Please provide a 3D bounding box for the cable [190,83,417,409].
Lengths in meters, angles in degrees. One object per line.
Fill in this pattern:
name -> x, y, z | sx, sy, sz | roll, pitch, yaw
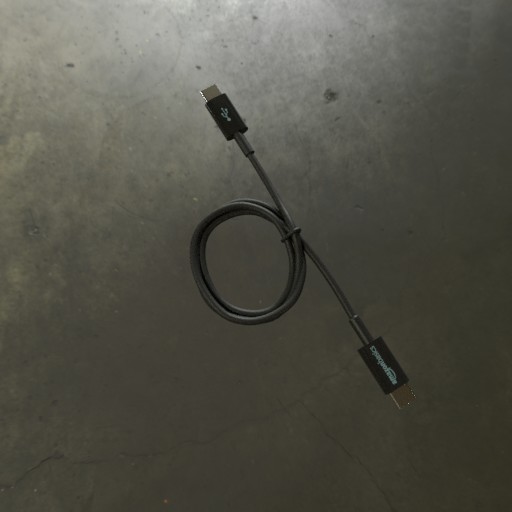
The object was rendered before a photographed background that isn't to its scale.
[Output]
cable -> 0.000, 0.000, 0.232 | 0.070, 0.014, 0.203 | -30, 78, -7
